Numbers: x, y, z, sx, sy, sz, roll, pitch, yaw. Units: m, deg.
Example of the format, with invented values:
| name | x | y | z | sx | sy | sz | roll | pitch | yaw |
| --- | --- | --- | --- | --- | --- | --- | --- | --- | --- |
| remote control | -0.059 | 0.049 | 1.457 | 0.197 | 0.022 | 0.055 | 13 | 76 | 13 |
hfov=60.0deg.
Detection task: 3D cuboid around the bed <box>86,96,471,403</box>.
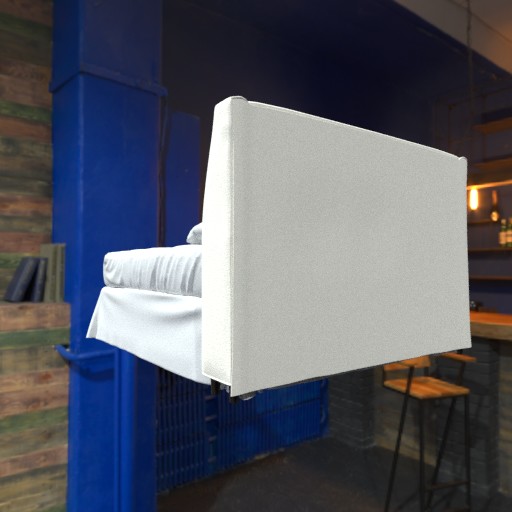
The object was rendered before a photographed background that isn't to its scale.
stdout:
| name | x | y | z | sx | sy | sz | roll | pitch | yaw |
| --- | --- | --- | --- | --- | --- | --- | --- | --- | --- |
| bed | 0.000 | 0.000 | 3.320 | 1.925 | 1.332 | 2.276 | 1 | -2 | -36 |
